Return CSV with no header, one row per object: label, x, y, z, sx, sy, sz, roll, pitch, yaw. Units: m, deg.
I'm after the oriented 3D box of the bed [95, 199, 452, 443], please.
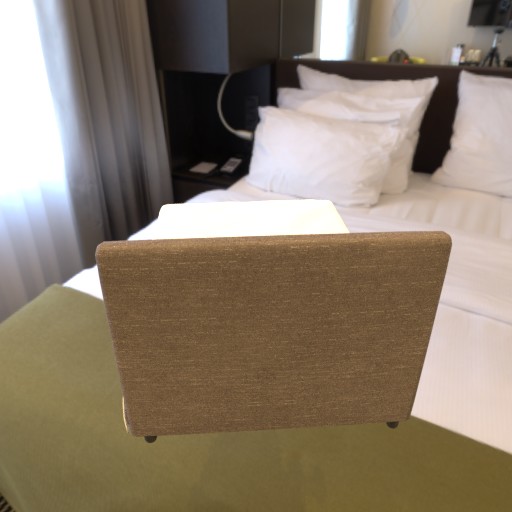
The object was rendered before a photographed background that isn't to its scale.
bed,0.000,0.000,3.230,1.723,1.330,2.142,-2,29,-4
